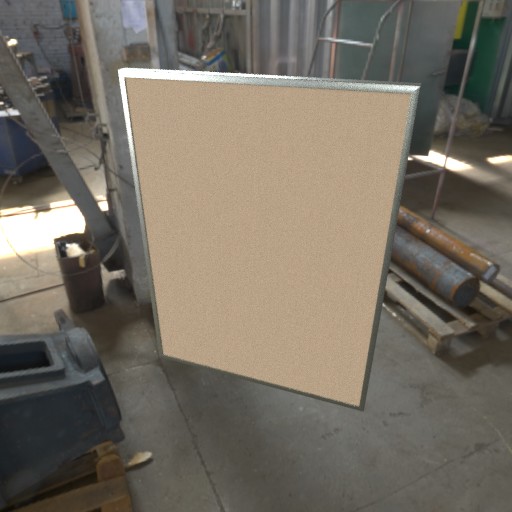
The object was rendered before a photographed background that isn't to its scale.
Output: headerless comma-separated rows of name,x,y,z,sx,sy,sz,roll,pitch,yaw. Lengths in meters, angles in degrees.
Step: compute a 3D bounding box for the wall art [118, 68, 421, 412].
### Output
wall art,0.000,0.000,1.397,0.803,1.062,0.041,10,31,17
